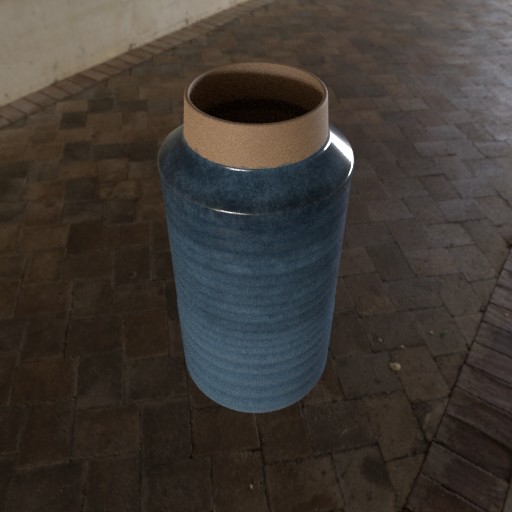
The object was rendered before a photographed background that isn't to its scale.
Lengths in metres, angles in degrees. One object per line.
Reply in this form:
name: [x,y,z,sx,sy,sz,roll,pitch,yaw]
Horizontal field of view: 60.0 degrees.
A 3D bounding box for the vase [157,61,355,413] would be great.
vase: [0.000,0.000,0.408,0.163,0.316,0.163,0,45,0]
